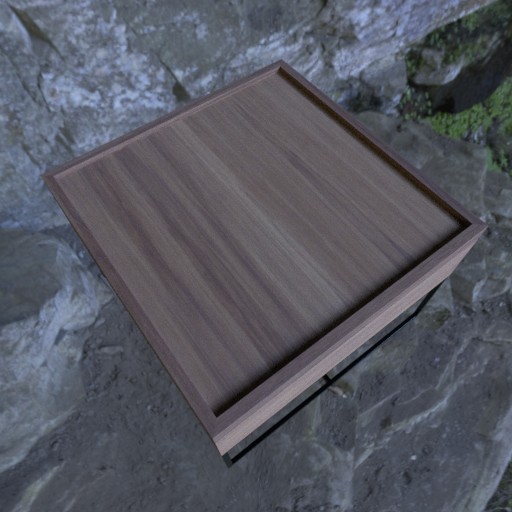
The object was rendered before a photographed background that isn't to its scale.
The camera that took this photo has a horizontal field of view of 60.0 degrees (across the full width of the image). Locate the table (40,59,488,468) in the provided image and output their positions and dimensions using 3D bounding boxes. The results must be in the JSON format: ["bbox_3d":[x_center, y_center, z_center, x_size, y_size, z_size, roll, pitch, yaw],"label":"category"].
[{"bbox_3d":[0.000,0.000,1.135,0.676,0.464,0.679,-33,64,-18],"label":"table"}]
